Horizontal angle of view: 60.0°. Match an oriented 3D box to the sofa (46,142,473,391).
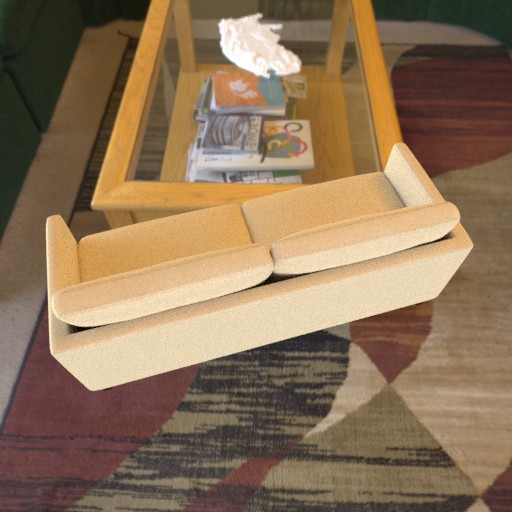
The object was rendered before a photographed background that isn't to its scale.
[{"bbox_3d":[0.000,0.000,2.873,2.434,0.965,0.948,-14,58,-9],"label":"sofa"}]
